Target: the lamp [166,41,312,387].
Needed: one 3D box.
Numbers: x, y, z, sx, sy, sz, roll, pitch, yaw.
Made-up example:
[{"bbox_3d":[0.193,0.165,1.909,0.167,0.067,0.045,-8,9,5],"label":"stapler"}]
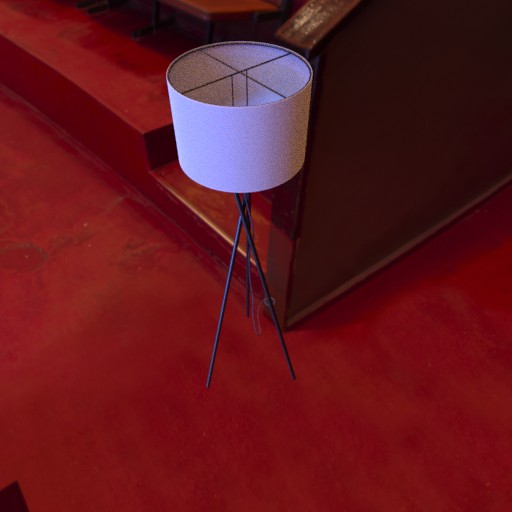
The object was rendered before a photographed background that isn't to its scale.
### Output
[{"bbox_3d":[0.000,0.000,1.910,0.667,1.624,0.522,-32,55,-26],"label":"lamp"}]
